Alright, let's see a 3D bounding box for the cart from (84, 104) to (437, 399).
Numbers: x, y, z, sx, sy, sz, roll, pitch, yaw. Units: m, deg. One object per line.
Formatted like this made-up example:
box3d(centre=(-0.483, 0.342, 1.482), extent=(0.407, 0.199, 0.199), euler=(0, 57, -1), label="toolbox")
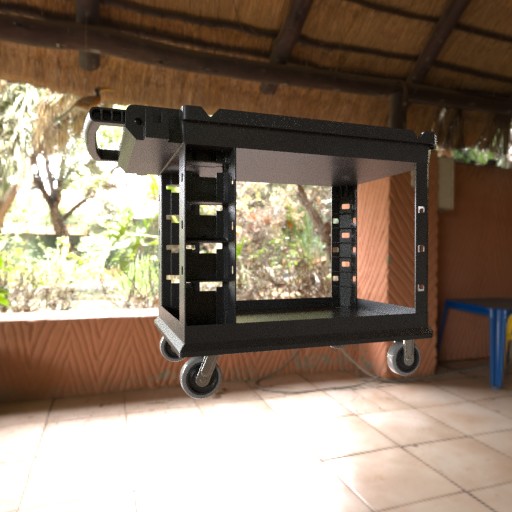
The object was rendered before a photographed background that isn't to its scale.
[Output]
box3d(centre=(0.000, 0.000, 1.716), extent=(1.239, 0.884, 0.674), euler=(0, 0, -19), label="cart")
